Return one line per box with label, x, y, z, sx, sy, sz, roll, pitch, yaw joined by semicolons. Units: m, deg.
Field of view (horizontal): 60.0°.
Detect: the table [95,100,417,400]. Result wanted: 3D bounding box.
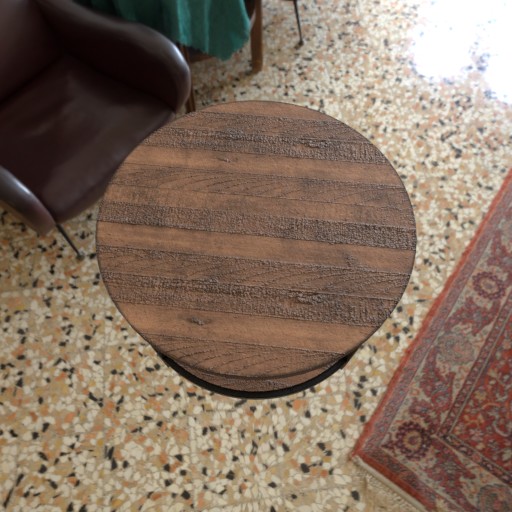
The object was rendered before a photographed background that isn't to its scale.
table;0.000;0.000;1.375;0.837;0.462;0.837;0;63;0
